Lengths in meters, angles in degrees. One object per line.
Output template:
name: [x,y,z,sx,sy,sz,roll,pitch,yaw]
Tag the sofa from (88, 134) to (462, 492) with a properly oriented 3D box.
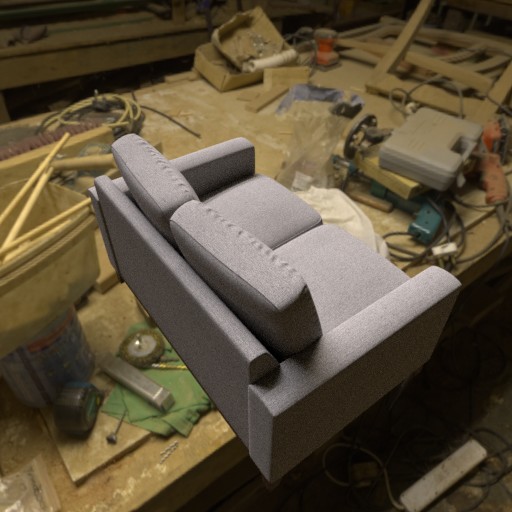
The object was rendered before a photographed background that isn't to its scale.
sofa: [0.000,0.000,1.951,0.917,0.873,1.420,-26,48,-26]
